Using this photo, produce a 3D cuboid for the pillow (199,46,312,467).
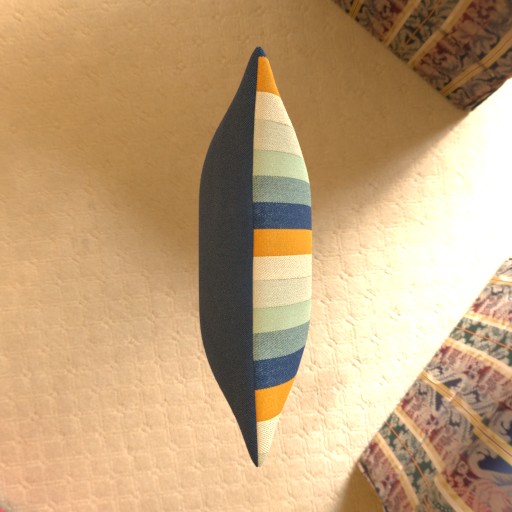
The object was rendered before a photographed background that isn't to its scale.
[{"bbox_3d":[0.000,0.000,0.710,0.173,0.454,0.463,0,91,-1],"label":"pillow"}]
